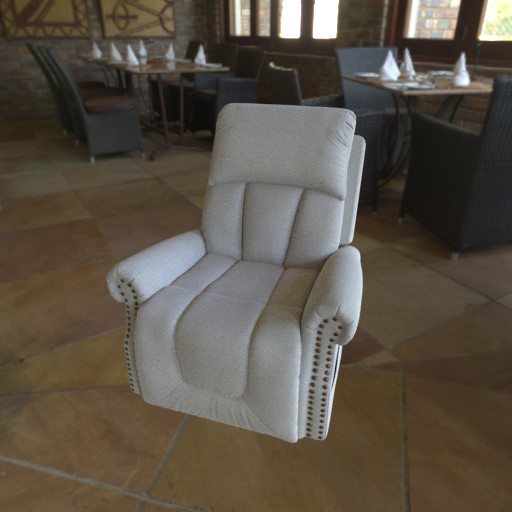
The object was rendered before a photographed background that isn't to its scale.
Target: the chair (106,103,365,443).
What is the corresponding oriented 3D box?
[{"bbox_3d":[0.000,0.000,1.753,0.871,1.031,0.979,8,28,16],"label":"chair"}]
